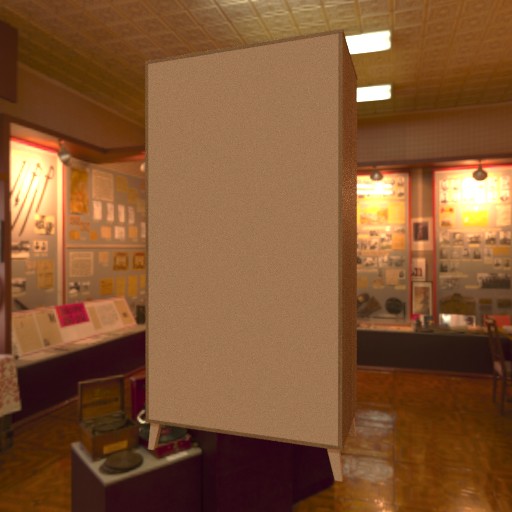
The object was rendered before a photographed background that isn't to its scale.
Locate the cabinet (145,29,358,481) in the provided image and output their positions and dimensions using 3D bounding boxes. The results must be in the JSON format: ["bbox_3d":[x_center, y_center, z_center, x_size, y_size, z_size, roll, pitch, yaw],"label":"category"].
[{"bbox_3d":[0.000,0.000,2.384,1.006,1.999,0.571,0,0,19],"label":"cabinet"}]
